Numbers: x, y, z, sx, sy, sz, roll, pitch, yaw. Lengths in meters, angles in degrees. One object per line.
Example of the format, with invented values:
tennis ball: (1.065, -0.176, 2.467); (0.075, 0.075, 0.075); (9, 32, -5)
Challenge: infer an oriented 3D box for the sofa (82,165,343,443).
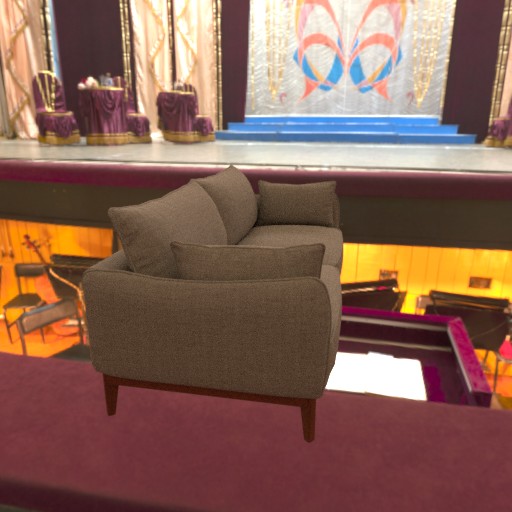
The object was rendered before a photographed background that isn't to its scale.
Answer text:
sofa: (0.000, 0.000, 2.500); (0.972, 0.851, 1.989); (3, 17, 11)
